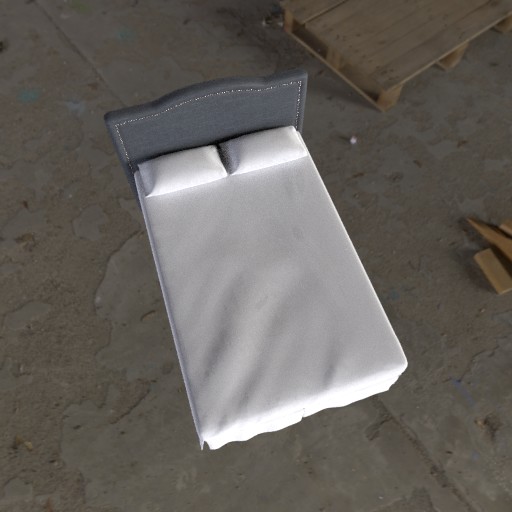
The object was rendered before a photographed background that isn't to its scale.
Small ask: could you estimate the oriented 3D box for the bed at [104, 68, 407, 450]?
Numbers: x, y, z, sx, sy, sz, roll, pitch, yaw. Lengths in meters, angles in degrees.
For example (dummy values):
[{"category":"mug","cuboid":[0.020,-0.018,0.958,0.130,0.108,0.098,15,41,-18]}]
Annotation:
[{"category":"bed","cuboid":[0.000,0.000,3.593,1.747,1.441,2.507,-16,65,-8]}]
